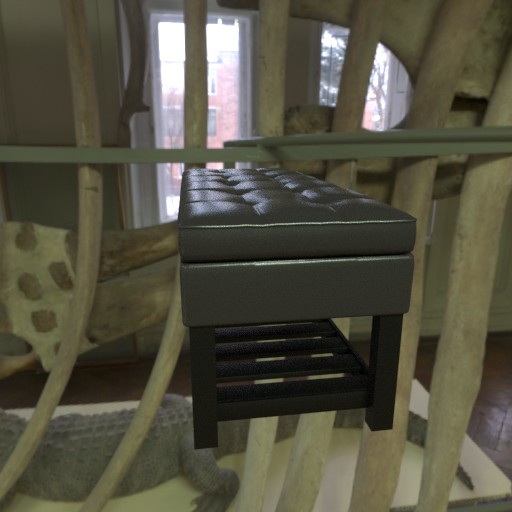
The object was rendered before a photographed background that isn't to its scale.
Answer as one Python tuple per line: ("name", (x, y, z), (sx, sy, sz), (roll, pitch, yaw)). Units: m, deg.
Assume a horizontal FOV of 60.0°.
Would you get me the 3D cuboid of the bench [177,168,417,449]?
("bench", (0.000, 0.000, 1.330), (0.432, 0.460, 1.105), (-2, 16, -8))
